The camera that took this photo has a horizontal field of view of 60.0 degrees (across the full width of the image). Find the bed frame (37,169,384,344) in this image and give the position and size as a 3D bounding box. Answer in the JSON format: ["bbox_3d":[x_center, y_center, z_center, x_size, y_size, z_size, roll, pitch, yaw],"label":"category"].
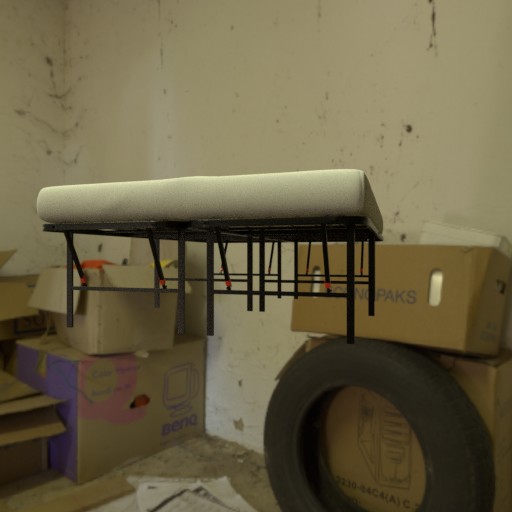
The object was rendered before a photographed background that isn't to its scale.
[{"bbox_3d":[0.000,0.000,2.560,1.372,0.637,1.905,0,0,18],"label":"bed frame"}]
